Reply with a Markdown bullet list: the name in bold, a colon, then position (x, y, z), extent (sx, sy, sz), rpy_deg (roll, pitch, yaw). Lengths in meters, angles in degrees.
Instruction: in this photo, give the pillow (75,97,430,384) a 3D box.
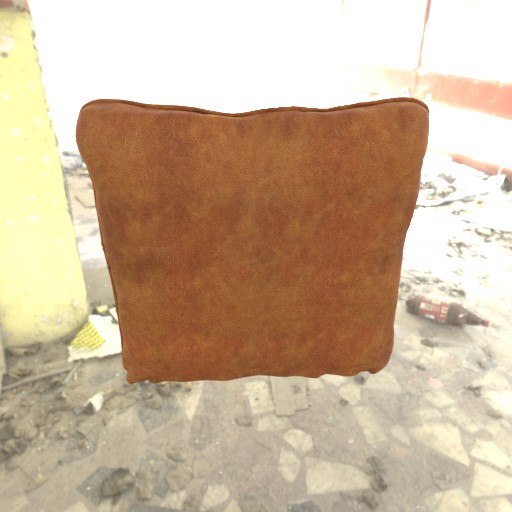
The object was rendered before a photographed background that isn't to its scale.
- **pillow**: position (0.000, 0.000, 0.716), extent (0.489, 0.490, 0.130), rpy_deg (-1, 28, -2)
